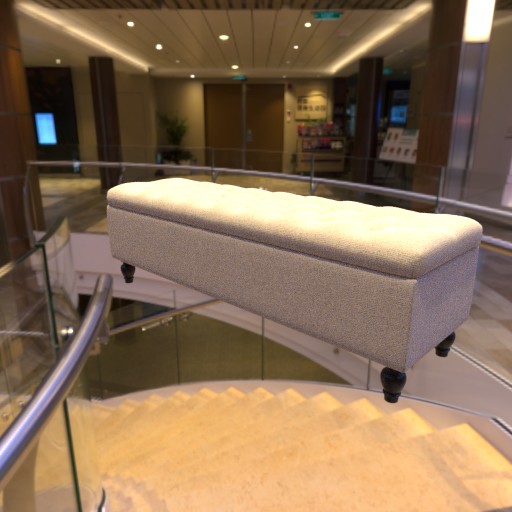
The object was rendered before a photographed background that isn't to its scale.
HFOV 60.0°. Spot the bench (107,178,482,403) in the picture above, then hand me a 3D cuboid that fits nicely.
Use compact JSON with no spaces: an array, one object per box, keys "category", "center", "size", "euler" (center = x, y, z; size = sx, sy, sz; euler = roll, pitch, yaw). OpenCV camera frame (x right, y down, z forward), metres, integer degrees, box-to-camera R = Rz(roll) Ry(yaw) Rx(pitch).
[{"category":"bench","center":[0.000,0.000,1.717],"size":[1.480,0.467,0.455],"euler":[15,23,42]}]
